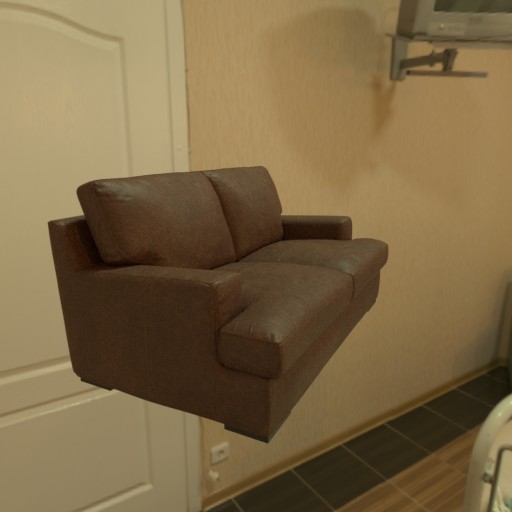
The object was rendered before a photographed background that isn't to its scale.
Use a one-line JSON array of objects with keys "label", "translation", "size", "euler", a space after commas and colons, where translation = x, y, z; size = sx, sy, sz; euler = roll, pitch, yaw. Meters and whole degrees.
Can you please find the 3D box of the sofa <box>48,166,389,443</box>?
[{"label": "sofa", "translation": [0.000, 0.000, 2.515], "size": [1.143, 0.939, 1.880], "euler": [7, 16, 27]}]
